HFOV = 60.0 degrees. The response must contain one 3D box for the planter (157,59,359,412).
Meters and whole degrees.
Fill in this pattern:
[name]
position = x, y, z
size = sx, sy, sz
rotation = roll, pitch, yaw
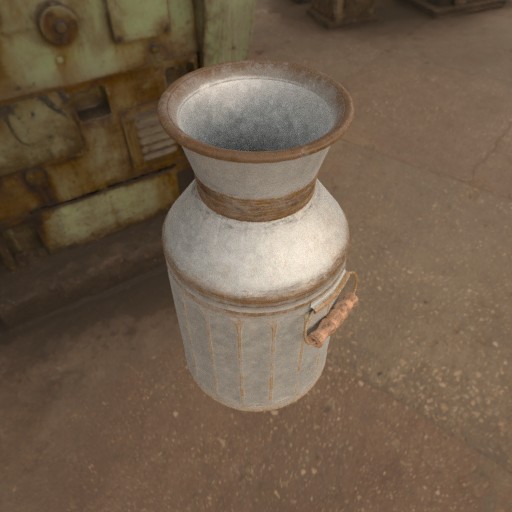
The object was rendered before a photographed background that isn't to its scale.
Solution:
[planter]
position = 0.000, 0.000, 0.529
size = 0.245, 0.396, 0.214
rotation = 31, 54, 26
